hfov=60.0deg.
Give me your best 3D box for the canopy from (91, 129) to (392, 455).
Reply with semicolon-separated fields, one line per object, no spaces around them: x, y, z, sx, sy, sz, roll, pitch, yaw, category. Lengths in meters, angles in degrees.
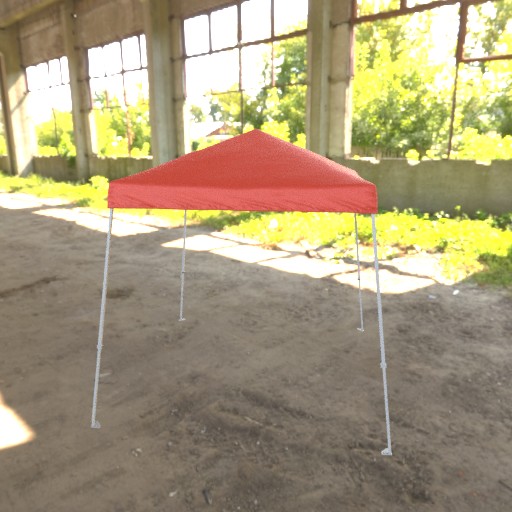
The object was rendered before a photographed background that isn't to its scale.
0.000;0.000;5.159;2.849;2.850;2.850;2;14;8;canopy
